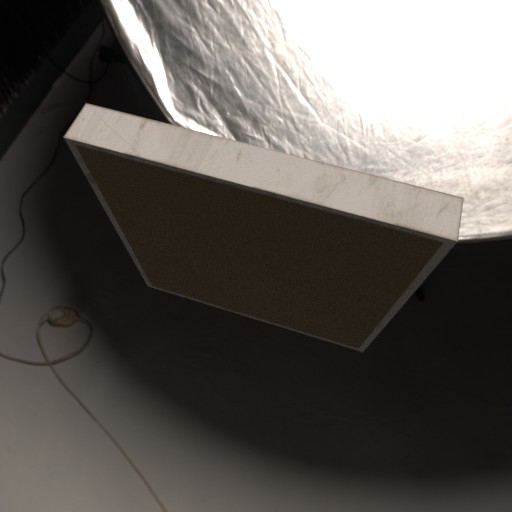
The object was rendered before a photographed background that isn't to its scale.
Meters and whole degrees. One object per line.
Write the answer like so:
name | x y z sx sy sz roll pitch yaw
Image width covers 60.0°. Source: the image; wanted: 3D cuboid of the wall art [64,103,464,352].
wall art | 0.000 0.000 0.470 0.305 0.303 0.038 16 65 8
